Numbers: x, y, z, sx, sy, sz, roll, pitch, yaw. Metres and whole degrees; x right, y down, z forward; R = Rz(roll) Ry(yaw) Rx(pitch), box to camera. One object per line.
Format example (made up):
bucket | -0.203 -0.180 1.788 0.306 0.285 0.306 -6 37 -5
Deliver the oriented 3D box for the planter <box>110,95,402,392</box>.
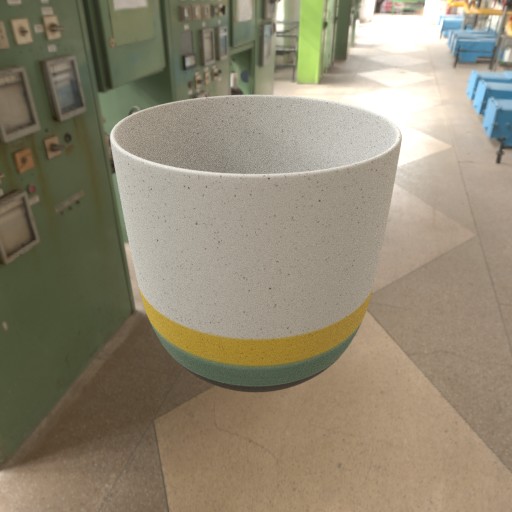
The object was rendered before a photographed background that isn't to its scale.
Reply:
planter | 0.000 0.000 0.362 0.195 0.214 0.195 0 31 0
